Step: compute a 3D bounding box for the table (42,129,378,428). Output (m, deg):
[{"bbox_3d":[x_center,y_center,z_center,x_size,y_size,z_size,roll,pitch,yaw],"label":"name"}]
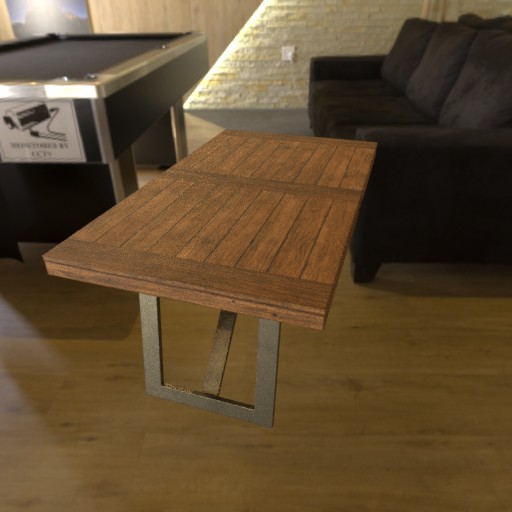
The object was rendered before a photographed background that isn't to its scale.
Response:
[{"bbox_3d":[0.000,0.000,2.186,0.931,0.757,1.641,9,32,15],"label":"table"}]
